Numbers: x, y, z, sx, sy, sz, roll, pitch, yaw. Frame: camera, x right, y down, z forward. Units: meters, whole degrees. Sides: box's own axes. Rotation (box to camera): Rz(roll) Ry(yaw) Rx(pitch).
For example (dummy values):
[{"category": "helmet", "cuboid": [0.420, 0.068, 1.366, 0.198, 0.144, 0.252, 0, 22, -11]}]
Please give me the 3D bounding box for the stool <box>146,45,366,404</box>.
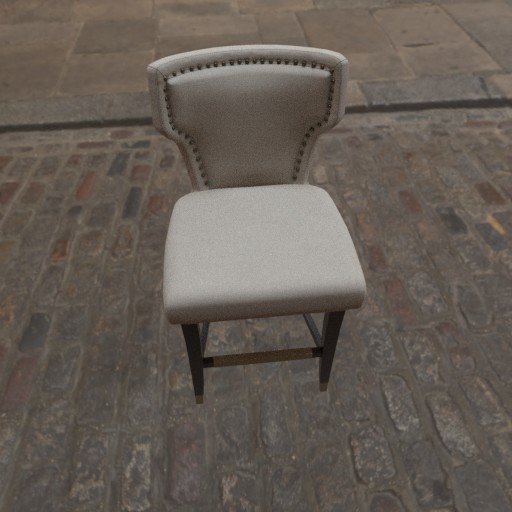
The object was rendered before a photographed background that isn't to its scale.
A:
[{"category": "stool", "cuboid": [0.000, 0.000, 1.389, 0.526, 1.092, 0.563, -4, 48, -4]}]
